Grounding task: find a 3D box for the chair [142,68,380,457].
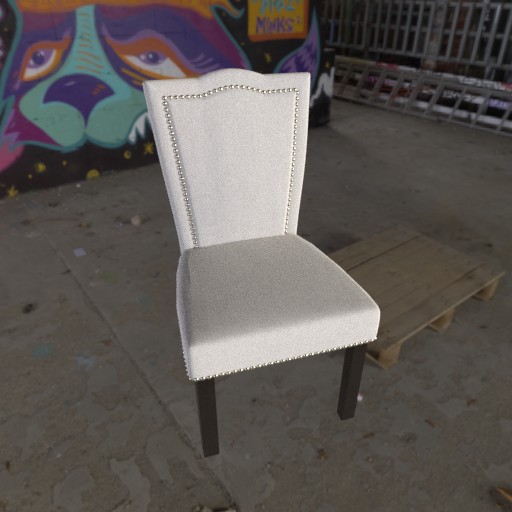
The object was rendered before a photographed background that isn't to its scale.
[{"bbox_3d":[0.000,0.000,1.293,0.518,0.946,0.589,-9,32,-15],"label":"chair"}]
